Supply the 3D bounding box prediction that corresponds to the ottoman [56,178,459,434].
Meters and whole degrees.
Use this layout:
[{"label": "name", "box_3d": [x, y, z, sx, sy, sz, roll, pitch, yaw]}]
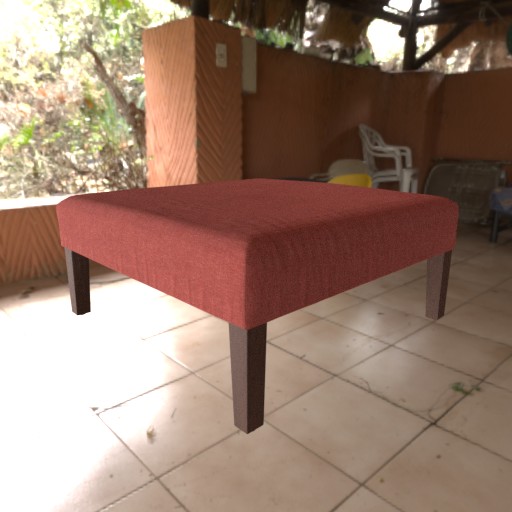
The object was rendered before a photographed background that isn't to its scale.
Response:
[{"label": "ottoman", "box_3d": [0.000, 0.000, 1.410, 0.889, 0.411, 0.890, -14, 20, -42]}]
